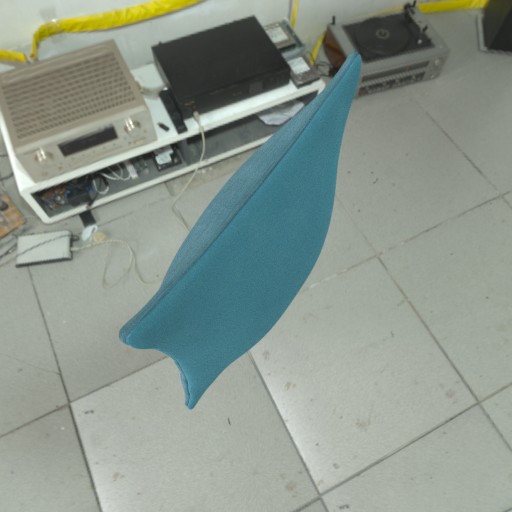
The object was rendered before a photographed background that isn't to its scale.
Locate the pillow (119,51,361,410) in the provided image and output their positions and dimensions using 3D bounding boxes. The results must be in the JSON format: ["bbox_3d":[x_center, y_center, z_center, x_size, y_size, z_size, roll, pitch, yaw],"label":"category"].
[{"bbox_3d":[0.000,0.000,0.640,0.151,0.415,0.433,31,68,14],"label":"pillow"}]
